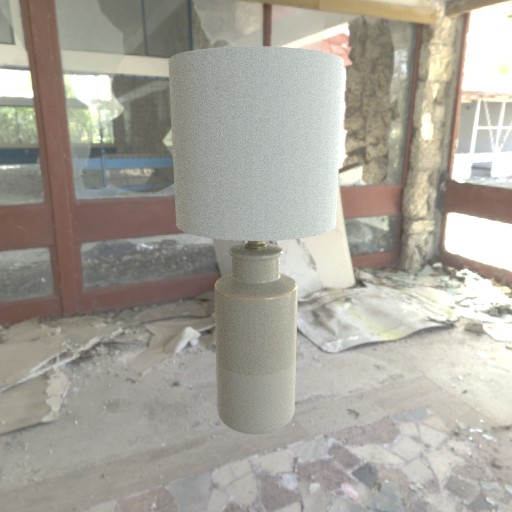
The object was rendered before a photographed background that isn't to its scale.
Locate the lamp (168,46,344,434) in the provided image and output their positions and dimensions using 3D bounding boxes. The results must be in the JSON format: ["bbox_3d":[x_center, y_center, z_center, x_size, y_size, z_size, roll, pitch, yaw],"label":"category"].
[{"bbox_3d":[0.000,0.000,0.610,0.212,0.493,0.212,3,16,10],"label":"lamp"}]
